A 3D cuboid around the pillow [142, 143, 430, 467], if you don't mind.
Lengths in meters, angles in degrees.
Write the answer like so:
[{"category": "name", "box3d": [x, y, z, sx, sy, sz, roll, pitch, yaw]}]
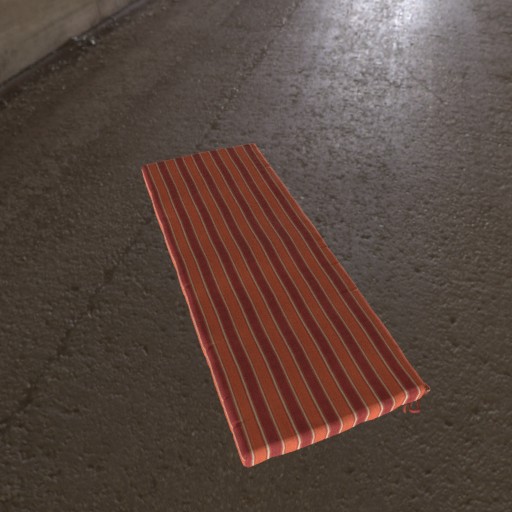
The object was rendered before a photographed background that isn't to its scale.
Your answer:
[{"category": "pillow", "box3d": [0.000, 0.000, 1.363, 0.492, 0.081, 1.187, -15, 47, -14]}]
